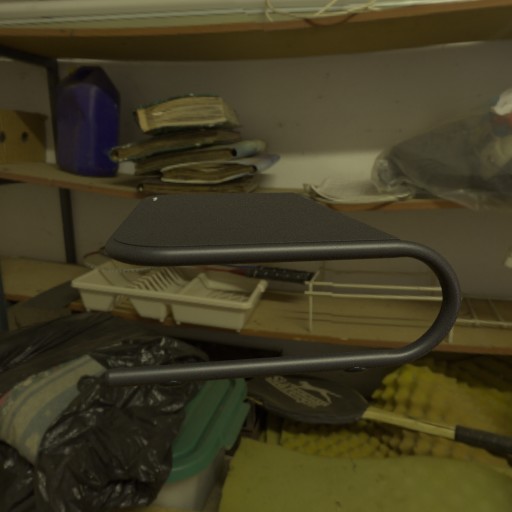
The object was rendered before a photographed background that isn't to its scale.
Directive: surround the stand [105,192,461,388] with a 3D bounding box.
[{"bbox_3d":[0.000,0.000,0.509,0.280,0.108,0.370,-2,14,-8],"label":"stand"}]
